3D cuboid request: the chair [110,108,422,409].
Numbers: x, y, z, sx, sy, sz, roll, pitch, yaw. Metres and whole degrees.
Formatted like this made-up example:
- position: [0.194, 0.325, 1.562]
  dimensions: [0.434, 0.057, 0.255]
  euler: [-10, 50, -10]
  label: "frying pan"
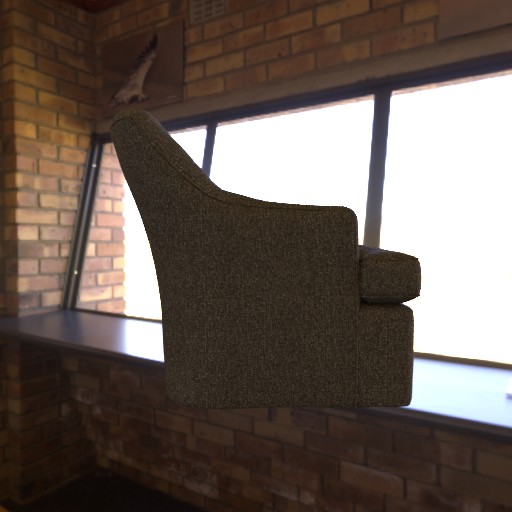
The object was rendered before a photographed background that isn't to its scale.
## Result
- position: [0.000, 0.000, 1.568]
  dimensions: [0.923, 0.856, 0.864]
  euler: [0, 2, 1]
  label: "chair"
